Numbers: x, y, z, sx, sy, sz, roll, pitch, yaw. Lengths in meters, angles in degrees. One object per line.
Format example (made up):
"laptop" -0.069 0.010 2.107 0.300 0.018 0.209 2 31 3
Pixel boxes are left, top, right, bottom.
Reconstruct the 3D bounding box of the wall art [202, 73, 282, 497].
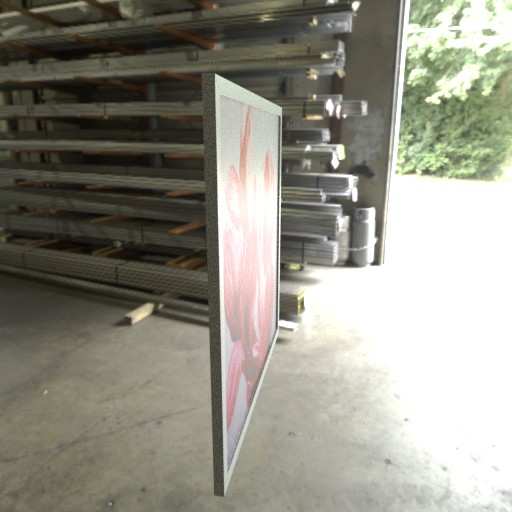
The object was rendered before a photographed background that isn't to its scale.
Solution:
"wall art" 0.000 0.000 1.182 0.022 0.803 0.805 3 15 10
